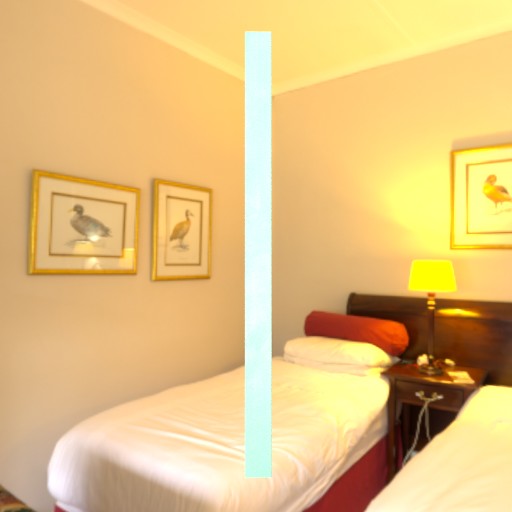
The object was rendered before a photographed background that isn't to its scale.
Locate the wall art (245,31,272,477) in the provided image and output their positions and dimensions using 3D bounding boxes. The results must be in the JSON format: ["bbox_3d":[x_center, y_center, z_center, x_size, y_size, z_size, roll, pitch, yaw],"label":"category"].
[{"bbox_3d":[0.000,0.000,0.899,0.036,0.603,0.603,0,-1,-1],"label":"wall art"}]
